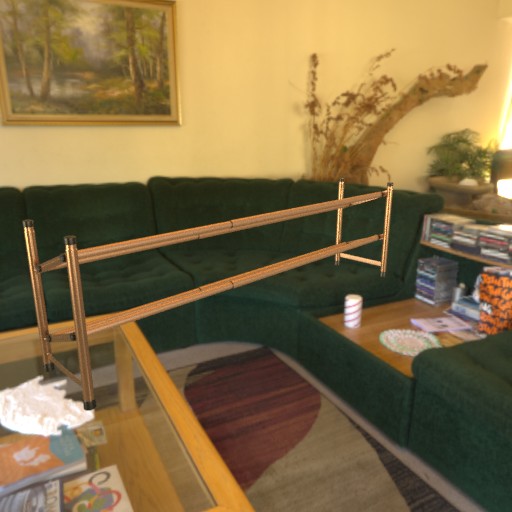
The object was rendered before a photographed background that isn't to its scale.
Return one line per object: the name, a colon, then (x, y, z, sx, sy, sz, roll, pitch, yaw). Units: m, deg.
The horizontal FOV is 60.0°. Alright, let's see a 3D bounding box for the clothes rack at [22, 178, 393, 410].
clothes rack: (0.000, 0.000, 1.292, 0.229, 0.349, 1.168, 15, 22, 42)
